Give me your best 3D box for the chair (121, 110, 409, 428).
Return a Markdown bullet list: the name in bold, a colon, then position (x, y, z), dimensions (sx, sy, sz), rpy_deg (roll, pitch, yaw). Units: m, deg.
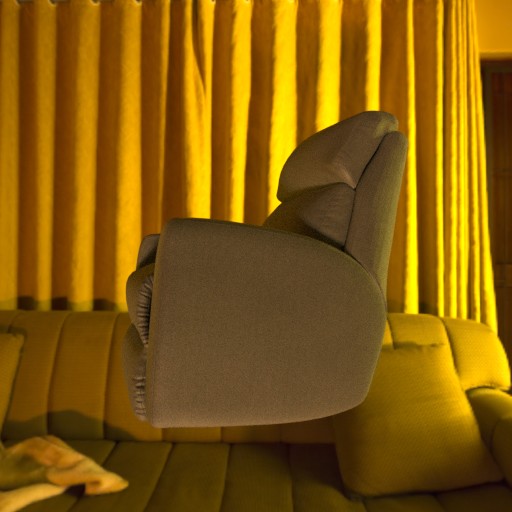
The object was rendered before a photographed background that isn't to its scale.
- **chair**: position (0.000, 0.000, 1.653), dimensions (0.940, 1.016, 0.794), rpy_deg (0, -1, -19)
